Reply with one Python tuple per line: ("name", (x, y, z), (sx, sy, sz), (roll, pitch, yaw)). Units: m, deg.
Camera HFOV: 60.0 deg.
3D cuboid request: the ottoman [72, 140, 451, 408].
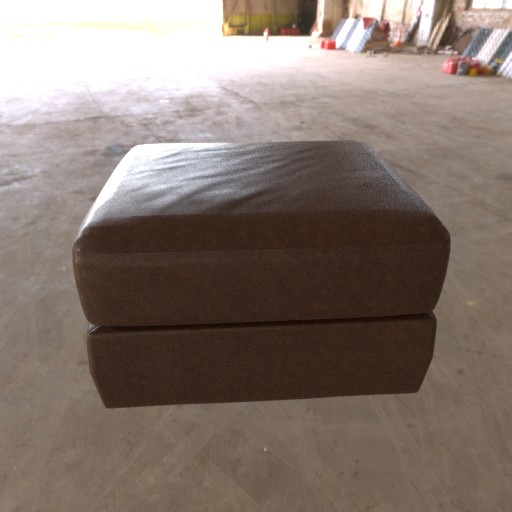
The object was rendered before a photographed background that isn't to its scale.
("ottoman", (0.000, 0.000, 1.136), (0.751, 0.476, 0.603), (-2, 31, -3))
